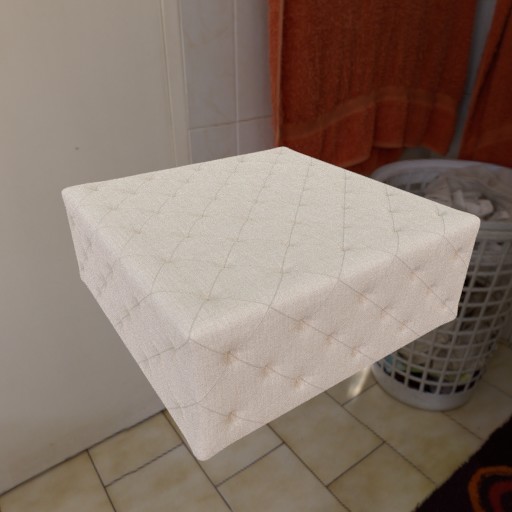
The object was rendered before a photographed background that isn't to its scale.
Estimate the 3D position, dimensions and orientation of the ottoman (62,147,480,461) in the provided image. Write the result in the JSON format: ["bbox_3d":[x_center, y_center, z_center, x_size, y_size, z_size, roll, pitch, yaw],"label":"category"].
[{"bbox_3d":[0.000,0.000,1.588,1.028,0.439,1.028,-18,34,-30],"label":"ottoman"}]
